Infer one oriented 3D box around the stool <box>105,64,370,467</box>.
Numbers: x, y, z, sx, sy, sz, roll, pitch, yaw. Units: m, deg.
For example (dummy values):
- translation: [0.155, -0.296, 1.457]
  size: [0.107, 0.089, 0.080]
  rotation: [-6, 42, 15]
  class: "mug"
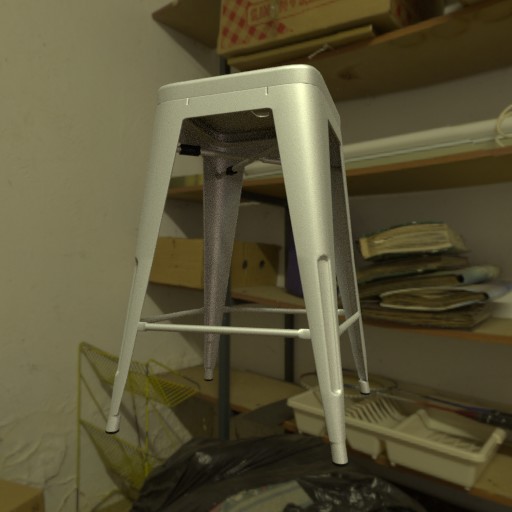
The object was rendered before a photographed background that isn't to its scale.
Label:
- translation: [0.000, 0.000, 0.882]
  size: [0.406, 0.610, 0.406]
  rotation: [-1, -2, 19]
  class: "stool"
